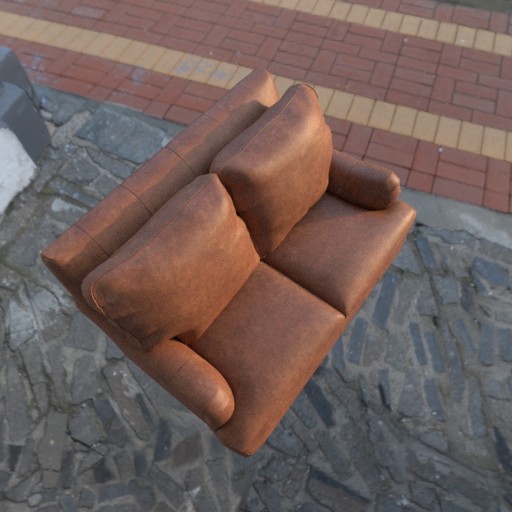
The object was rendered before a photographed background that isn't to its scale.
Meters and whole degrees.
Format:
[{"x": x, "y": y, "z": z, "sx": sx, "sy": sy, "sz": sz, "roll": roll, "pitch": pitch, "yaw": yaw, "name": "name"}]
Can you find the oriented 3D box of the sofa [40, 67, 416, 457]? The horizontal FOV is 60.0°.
[{"x": 0.000, "y": 0.000, "z": 2.200, "sx": 1.077, "sy": 1.004, "sz": 1.527, "roll": 34, "pitch": 66, "yaw": 18, "name": "sofa"}]
